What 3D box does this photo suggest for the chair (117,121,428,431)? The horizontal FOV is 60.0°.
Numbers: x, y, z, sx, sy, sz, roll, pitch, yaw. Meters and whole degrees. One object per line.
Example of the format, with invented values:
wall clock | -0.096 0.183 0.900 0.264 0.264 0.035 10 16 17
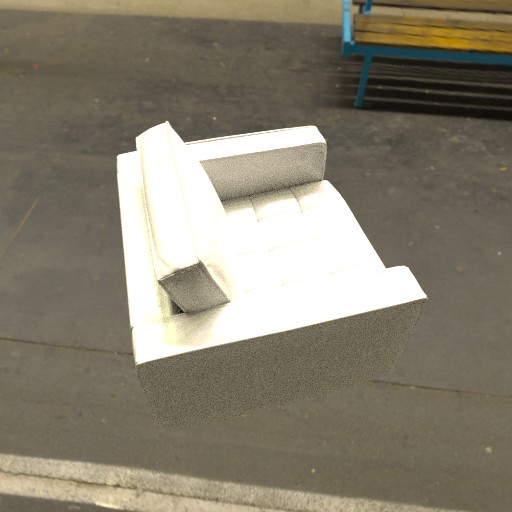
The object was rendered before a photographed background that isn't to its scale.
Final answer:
chair | 0.000 0.000 1.549 0.843 0.773 0.928 -11 49 -10
